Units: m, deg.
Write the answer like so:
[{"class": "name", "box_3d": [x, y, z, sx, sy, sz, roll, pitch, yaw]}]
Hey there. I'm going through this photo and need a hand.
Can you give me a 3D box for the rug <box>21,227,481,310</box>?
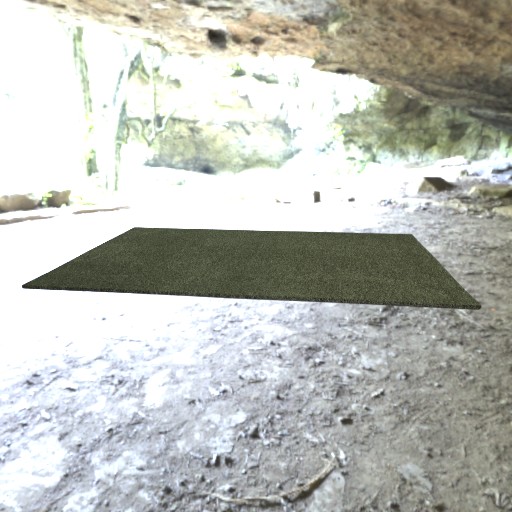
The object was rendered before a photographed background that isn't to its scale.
[{"class": "rug", "box_3d": [0.000, 0.000, 3.428, 2.699, 0.026, 1.802, 2, 16, 7]}]
